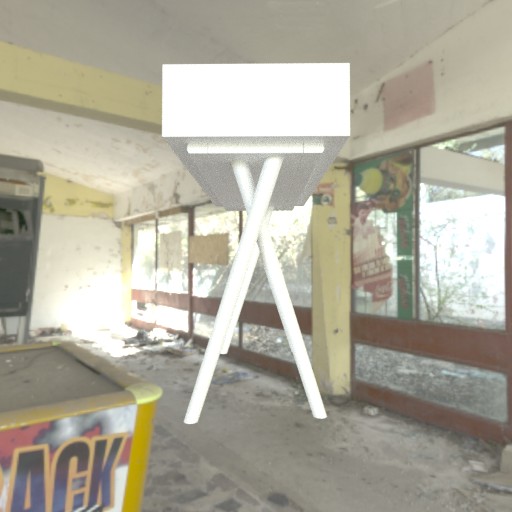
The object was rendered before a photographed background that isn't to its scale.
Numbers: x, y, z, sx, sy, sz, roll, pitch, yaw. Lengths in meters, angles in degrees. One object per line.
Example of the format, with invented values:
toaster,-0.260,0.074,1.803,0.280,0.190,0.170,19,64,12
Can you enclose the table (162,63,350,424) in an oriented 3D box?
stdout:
table,0.000,0.000,1.461,0.418,0.785,1.066,0,-2,1
